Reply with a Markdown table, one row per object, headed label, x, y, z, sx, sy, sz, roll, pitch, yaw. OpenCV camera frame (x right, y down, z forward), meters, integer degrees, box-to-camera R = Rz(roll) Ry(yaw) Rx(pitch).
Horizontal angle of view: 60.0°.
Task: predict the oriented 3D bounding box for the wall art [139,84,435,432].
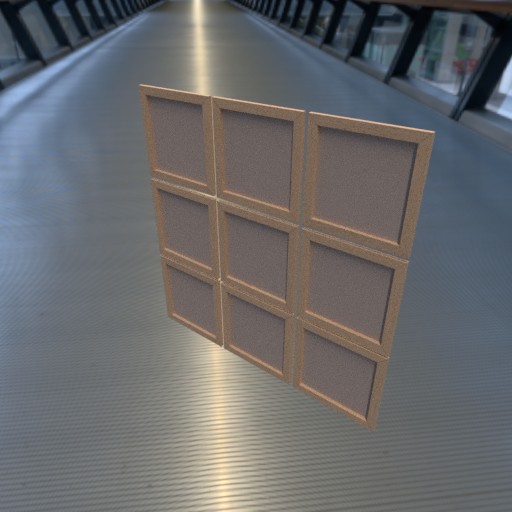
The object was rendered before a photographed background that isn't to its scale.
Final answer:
| label | x | y | z | sx | sy | sz | roll | pitch | yaw |
| --- | --- | --- | --- | --- | --- | --- | --- | --- | --- |
| wall art | 0.000 | 0.000 | 1.371 | 0.917 | 0.910 | 0.012 | 21 | 37 | 32 |
